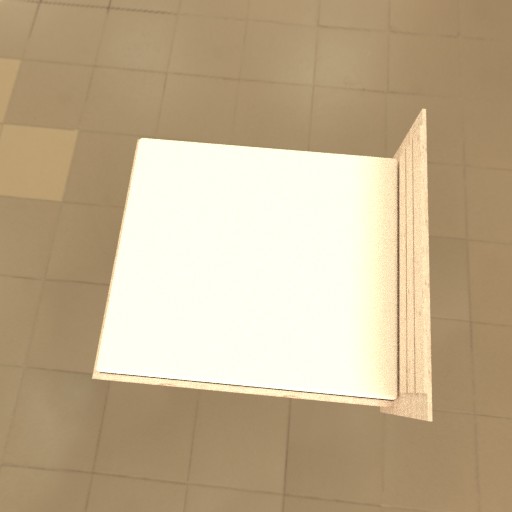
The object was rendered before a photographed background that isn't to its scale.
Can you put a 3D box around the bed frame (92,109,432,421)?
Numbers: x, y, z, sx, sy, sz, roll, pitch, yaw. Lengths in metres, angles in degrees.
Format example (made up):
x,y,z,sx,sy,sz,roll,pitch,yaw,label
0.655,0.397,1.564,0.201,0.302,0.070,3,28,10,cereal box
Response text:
x,y,z,sx,sy,sz,roll,pitch,yaw,label
0.000,0.000,3.131,2.080,0.970,1.950,5,73,2,bed frame
